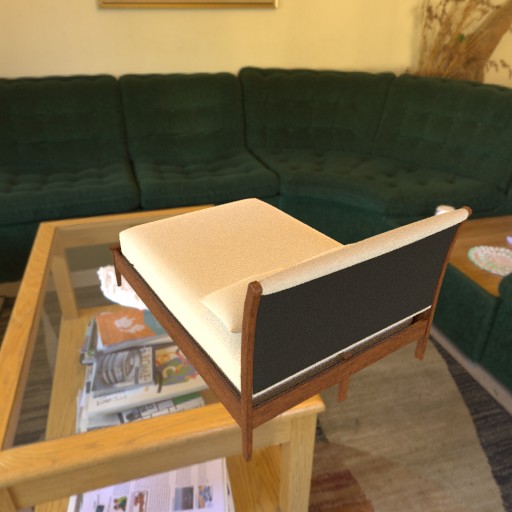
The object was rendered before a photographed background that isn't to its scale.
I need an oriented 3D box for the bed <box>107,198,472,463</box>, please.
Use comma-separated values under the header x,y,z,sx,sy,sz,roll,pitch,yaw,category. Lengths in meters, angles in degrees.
x,y,z,sx,sy,sz,roll,pitch,yaw,category
0.000,0.000,3.402,1.612,1.250,2.380,-18,34,-29,bed
